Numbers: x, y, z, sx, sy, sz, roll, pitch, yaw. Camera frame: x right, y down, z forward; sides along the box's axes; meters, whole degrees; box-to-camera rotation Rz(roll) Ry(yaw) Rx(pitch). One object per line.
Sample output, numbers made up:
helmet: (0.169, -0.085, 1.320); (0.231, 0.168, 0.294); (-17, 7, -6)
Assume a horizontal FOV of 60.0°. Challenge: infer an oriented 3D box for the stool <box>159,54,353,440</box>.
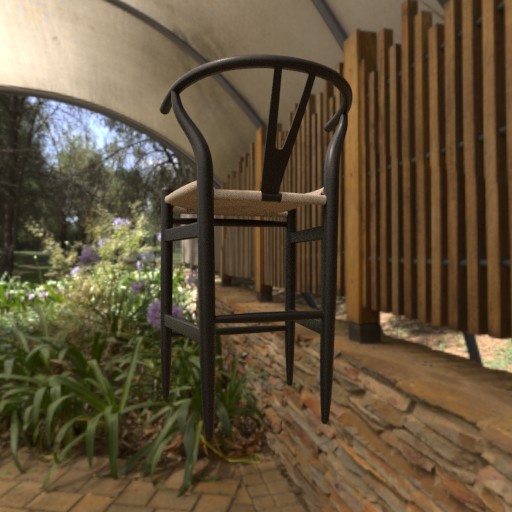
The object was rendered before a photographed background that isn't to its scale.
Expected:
stool: (0.000, 0.000, 1.344); (0.569, 0.970, 0.579); (0, -1, -19)
